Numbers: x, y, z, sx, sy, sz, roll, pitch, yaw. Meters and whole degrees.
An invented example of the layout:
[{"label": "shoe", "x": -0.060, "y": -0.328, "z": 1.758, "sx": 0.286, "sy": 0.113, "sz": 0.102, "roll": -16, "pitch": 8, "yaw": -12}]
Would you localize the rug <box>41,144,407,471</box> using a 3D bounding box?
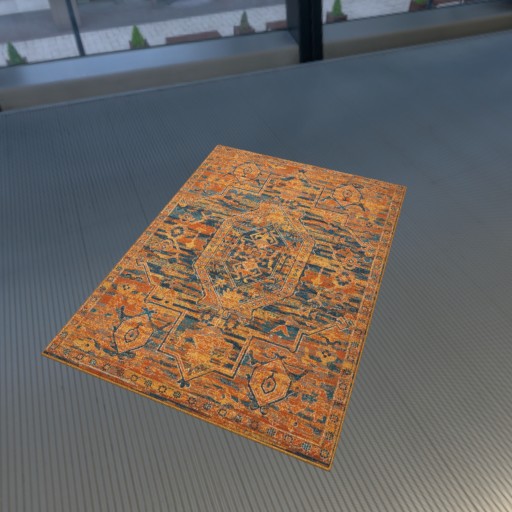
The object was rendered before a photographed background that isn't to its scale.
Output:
[{"label": "rug", "x": 0.000, "y": 0.000, "z": 2.864, "sx": 1.588, "sy": 0.024, "sz": 2.204, "roll": 16, "pitch": 48, "yaw": 15}]
